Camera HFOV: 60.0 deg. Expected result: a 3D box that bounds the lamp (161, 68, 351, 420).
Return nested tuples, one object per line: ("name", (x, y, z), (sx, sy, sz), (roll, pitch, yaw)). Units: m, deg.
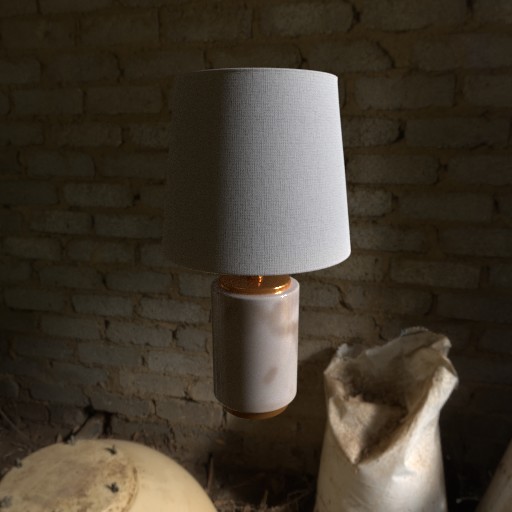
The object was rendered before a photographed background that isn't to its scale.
("lamp", (0.000, 0.000, 0.456), (0.189, 0.340, 0.189), (0, 15, 0))
